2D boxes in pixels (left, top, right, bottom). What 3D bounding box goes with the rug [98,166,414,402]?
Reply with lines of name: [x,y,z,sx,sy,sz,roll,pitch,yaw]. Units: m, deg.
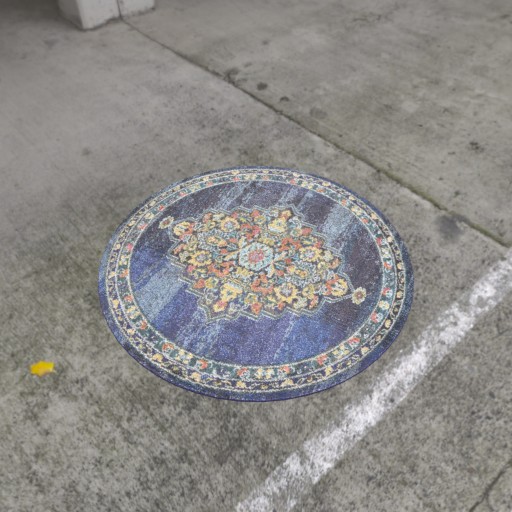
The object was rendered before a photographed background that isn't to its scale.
rug: [0.000,0.000,2.299,1.591,0.010,1.591,0,46,0]
